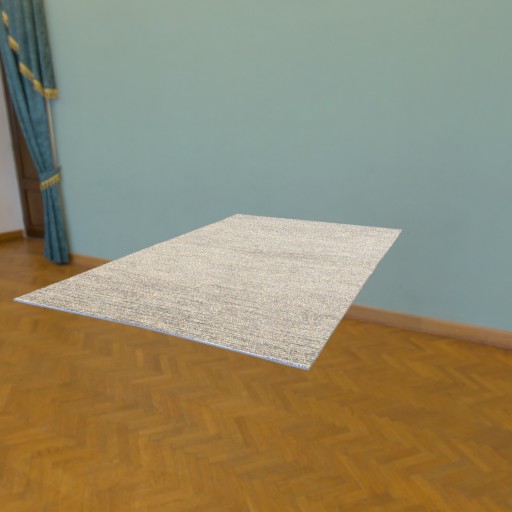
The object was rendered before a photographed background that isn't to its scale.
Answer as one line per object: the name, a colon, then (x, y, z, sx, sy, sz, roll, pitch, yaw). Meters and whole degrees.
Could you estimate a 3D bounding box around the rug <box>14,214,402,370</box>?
rug: (0.000, 0.000, 2.203, 1.162, 0.022, 1.804, 8, 18, 24)
